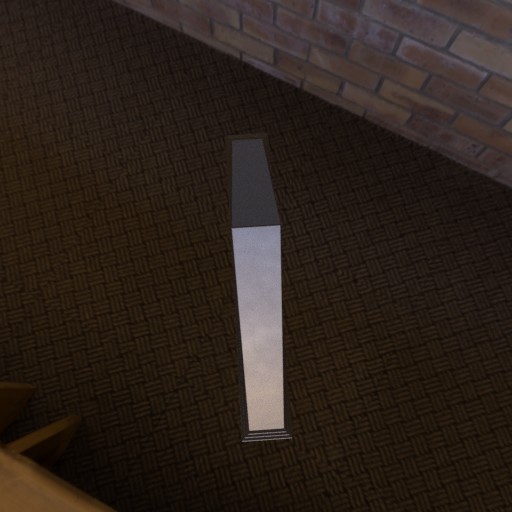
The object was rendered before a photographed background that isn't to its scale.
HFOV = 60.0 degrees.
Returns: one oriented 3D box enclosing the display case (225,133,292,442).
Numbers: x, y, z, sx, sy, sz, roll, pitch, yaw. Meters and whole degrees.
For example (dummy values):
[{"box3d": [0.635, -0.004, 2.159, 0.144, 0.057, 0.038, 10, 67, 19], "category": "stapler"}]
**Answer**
[{"box3d": [0.000, 0.000, 0.756, 0.095, 0.340, 0.640, -4, 76, -1], "category": "display case"}]
